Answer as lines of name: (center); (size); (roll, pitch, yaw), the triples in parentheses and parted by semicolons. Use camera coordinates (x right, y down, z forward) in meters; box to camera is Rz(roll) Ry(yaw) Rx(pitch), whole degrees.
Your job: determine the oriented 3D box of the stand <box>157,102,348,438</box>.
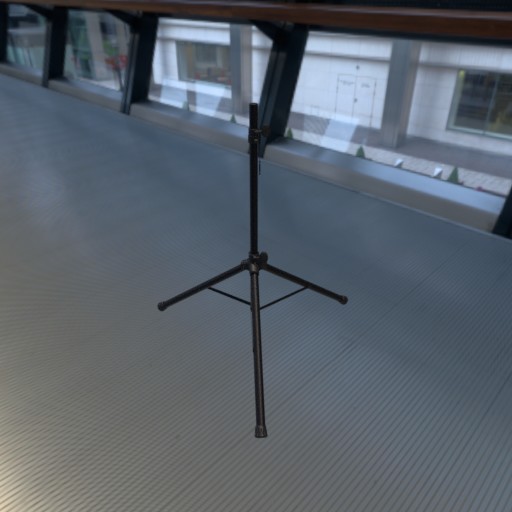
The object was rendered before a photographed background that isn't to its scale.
stand: (0.000, 0.000, 1.805); (1.045, 1.136, 0.907); (-1, 30, -2)
